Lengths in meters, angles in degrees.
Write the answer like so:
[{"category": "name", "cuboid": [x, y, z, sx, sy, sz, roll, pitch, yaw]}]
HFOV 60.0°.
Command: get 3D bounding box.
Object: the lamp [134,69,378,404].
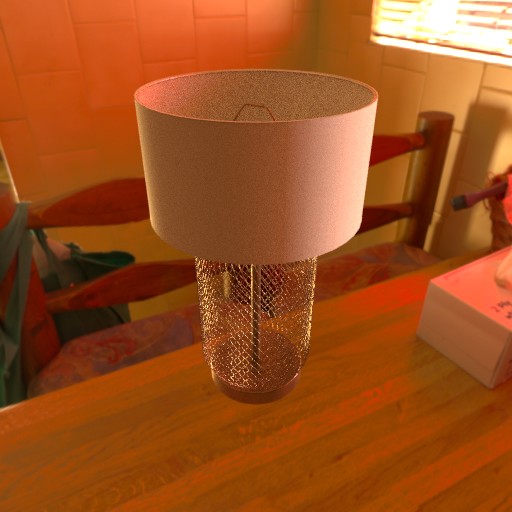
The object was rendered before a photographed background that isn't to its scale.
[{"category": "lamp", "cuboid": [0.000, 0.000, 0.807, 0.353, 0.578, 0.353, 0, 32, 0]}]
